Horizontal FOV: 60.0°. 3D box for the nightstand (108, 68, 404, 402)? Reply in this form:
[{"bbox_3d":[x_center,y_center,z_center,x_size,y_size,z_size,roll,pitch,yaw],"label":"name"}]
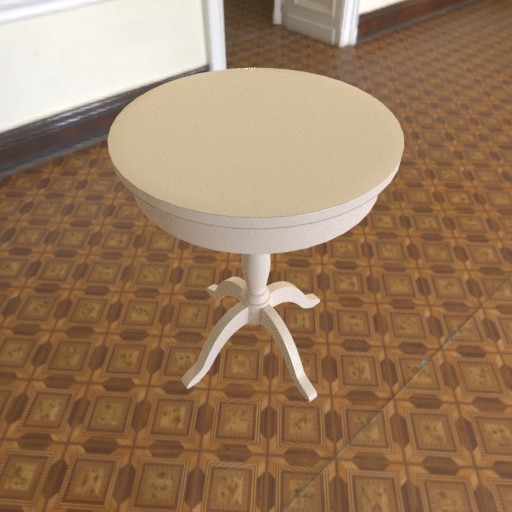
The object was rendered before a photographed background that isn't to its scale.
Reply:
[{"bbox_3d":[0.000,0.000,1.015,0.513,0.653,0.513,-21,48,-20],"label":"nightstand"}]
